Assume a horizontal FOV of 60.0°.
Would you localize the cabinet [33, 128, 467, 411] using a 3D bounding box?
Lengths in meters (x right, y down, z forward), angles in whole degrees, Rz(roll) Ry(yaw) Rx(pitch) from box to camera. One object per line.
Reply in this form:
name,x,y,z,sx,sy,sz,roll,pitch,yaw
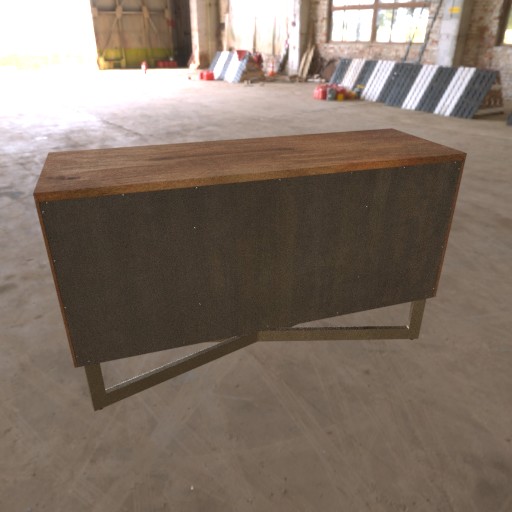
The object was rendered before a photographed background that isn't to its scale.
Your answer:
cabinet,0.000,0.000,1.726,1.373,0.812,0.480,-8,28,-16
